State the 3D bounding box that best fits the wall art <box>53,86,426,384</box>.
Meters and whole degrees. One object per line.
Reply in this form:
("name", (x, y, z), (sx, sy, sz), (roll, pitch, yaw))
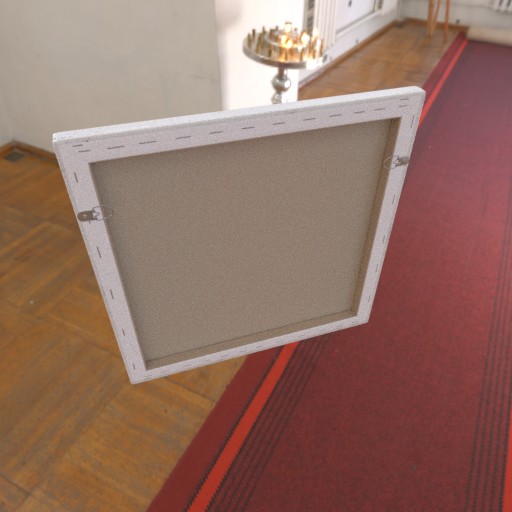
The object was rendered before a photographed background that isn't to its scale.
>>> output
("wall art", (0.000, 0.000, 1.124), (0.762, 0.762, 0.038), (-12, 43, -13))
